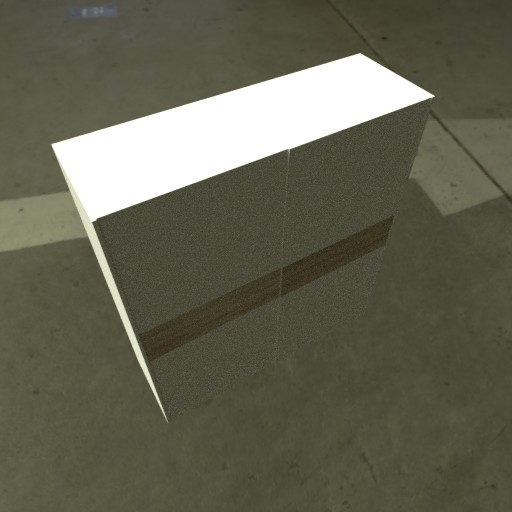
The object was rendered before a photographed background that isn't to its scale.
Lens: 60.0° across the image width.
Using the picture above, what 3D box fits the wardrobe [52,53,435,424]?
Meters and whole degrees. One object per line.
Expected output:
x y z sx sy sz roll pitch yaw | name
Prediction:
0.000 0.000 2.930 1.830 2.020 0.600 -24 53 -20 | wardrobe
